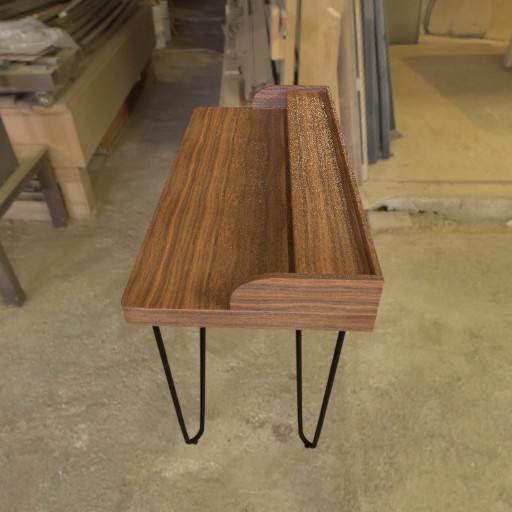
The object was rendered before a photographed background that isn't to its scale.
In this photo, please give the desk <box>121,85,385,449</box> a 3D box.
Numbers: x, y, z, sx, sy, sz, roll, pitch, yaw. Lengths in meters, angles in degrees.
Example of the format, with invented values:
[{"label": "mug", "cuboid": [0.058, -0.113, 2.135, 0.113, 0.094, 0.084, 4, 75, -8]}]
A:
[{"label": "desk", "cuboid": [0.000, 0.000, 1.638, 0.565, 0.854, 1.200, 1, 39, 2]}]
